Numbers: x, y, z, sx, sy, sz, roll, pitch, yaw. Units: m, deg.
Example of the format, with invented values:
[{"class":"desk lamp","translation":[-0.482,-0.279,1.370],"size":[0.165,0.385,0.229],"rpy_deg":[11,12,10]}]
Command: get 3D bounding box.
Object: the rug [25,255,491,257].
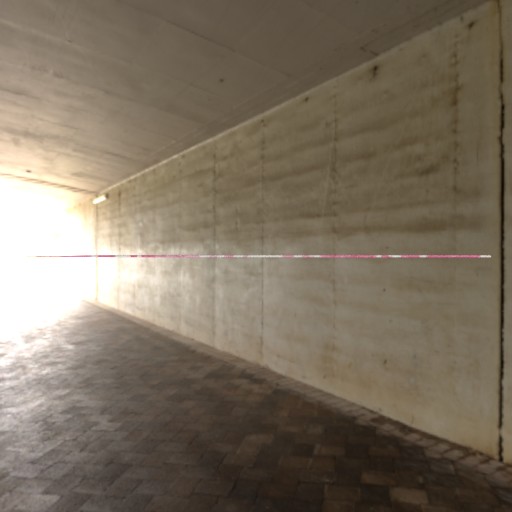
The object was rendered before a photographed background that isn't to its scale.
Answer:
[{"class":"rug","translation":[0.000,0.000,2.702],"size":[2.458,0.011,0.787],"rpy_deg":[0,0,0]}]
